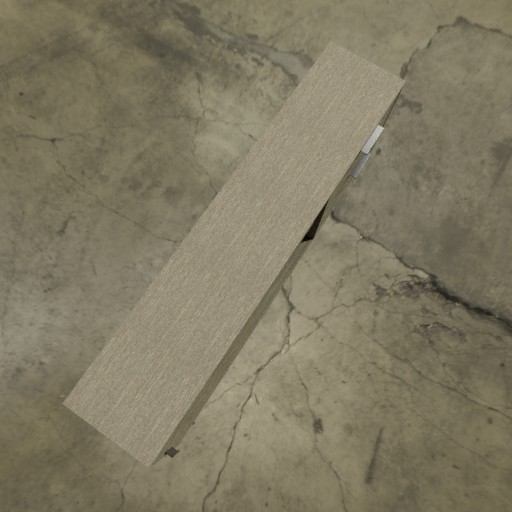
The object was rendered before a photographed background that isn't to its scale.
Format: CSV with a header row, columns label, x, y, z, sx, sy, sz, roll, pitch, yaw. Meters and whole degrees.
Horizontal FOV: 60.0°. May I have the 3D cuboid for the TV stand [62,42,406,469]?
label,x,y,z,sx,sy,sz,roll,pitch,yaw
TV stand,0.000,0.000,2.077,0.405,0.787,1.804,32,76,9
